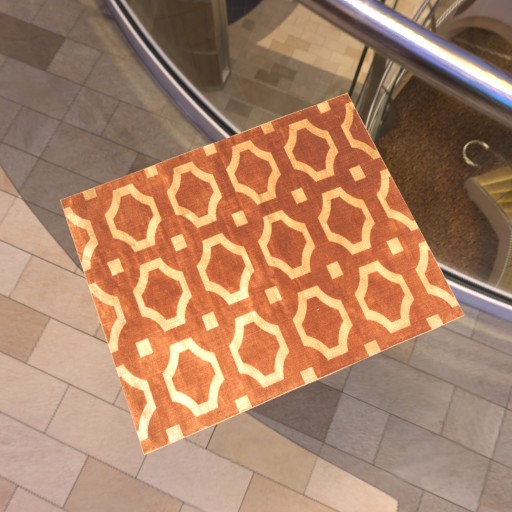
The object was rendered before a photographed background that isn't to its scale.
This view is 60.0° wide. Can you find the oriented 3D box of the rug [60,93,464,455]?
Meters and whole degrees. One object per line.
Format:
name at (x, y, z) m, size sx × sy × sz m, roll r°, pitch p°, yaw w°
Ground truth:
rug at (0.000, 0.000, 4.121) m, size 3.049 × 0.021 × 2.466 m, roll -22°, pitch 77°, yaw -5°
